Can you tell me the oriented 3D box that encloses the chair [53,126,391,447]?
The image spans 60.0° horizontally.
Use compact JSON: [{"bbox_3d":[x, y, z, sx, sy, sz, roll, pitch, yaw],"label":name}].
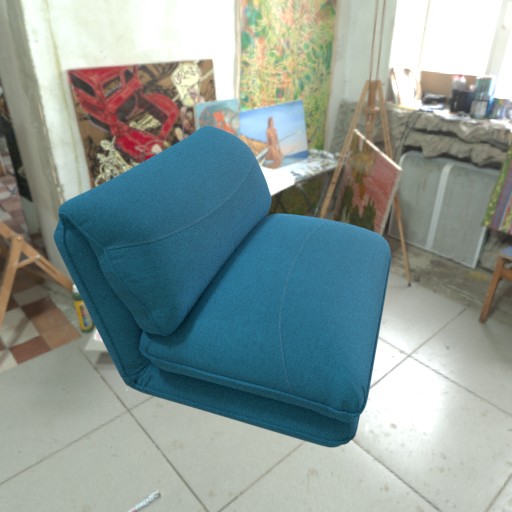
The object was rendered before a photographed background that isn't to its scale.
[{"bbox_3d":[0.000,0.000,1.343,0.780,0.580,0.820,10,31,17],"label":"chair"}]
